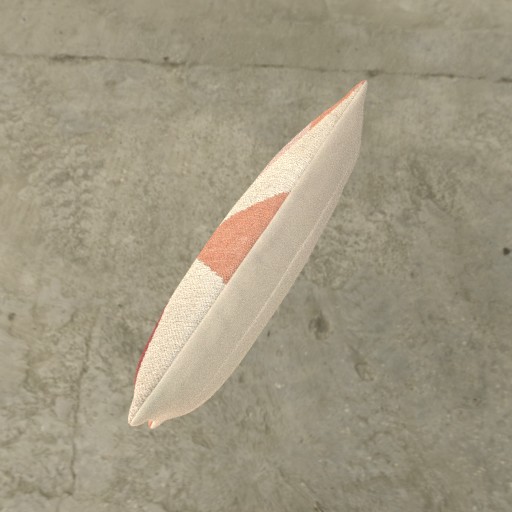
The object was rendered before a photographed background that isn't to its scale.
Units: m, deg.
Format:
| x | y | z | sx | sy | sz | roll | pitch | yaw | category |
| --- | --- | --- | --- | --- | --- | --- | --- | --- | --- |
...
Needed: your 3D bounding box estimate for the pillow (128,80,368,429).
| x | y | z | sx | sy | sz | roll | pitch | yaw | category |
| --- | --- | --- | --- | --- | --- | --- | --- | --- | --- |
| 0.000 | 0.000 | 0.723 | 0.155 | 0.292 | 0.609 | 28 | 67 | 13 | pillow |
